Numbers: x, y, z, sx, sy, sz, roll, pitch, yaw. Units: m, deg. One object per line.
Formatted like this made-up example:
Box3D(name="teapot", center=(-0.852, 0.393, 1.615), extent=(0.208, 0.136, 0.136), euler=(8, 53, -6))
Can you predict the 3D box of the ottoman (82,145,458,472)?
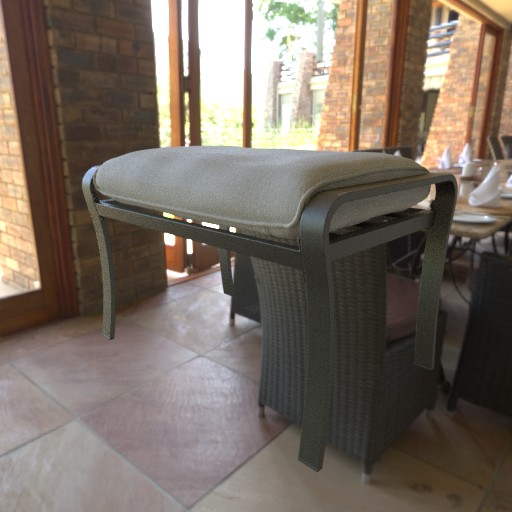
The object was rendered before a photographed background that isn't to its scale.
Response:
Box3D(name="ottoman", center=(0.000, 0.000, 0.890), extent=(0.610, 0.422, 0.406), euler=(15, 22, 42))
